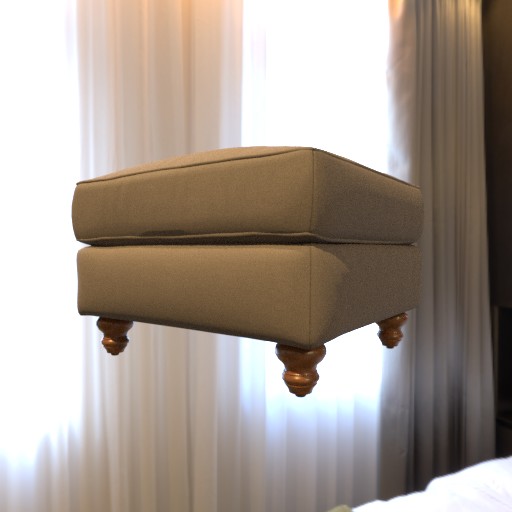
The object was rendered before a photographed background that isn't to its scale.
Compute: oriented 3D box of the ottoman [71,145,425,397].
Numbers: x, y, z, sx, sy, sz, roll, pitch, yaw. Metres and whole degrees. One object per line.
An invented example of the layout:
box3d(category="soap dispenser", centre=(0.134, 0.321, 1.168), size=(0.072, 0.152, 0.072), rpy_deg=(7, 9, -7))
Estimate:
box3d(category="ottoman", centre=(0.000, 0.000, 1.174), size=(0.721, 0.505, 0.662), rpy_deg=(1, 1, 36))
